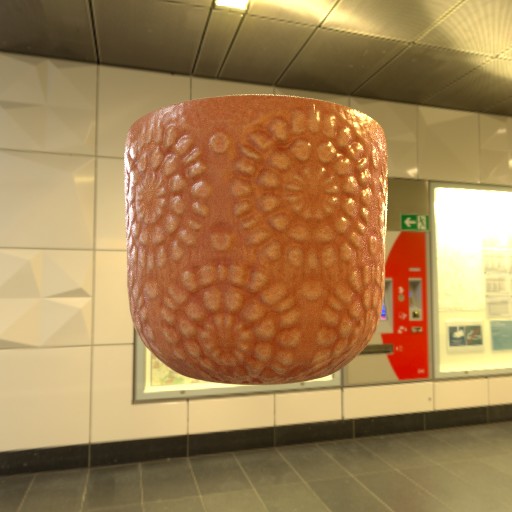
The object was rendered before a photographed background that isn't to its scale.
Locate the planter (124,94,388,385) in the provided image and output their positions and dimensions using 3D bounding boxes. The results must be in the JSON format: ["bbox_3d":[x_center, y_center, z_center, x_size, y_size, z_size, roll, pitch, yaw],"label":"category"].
[{"bbox_3d":[0.000,0.000,0.215,0.124,0.109,0.124,0,-3,0],"label":"planter"}]
